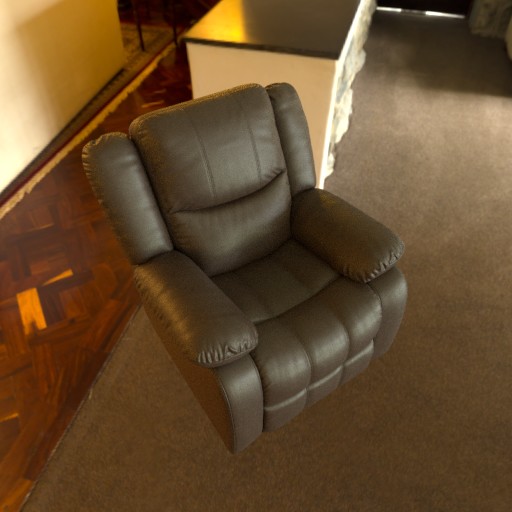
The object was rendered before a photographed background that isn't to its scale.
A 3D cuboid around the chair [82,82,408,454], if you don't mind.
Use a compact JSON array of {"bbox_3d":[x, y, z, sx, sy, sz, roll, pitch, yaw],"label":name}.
[{"bbox_3d":[0.000,0.000,1.697,0.899,1.009,0.934,-26,51,-23],"label":"chair"}]
